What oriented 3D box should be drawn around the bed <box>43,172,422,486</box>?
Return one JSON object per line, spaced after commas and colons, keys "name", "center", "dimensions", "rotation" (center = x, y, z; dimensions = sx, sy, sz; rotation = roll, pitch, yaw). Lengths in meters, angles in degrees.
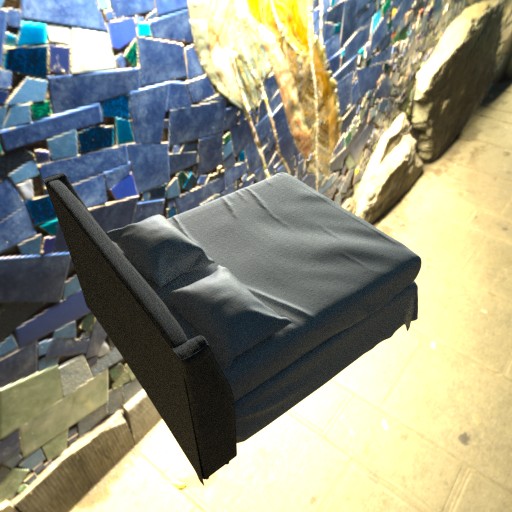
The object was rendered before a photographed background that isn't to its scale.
{"name": "bed", "center": [0.000, 0.000, 3.403], "dimensions": [2.276, 1.332, 1.925], "rotation": [-26, 47, -27]}
